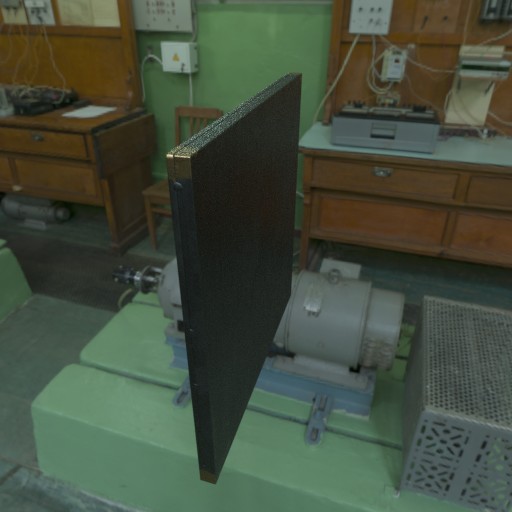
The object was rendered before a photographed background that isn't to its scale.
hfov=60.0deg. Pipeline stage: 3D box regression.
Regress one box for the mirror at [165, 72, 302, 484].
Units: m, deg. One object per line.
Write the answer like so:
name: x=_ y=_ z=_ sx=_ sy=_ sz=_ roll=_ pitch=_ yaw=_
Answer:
mirror: x=0.000 y=0.000 z=0.562 sx=0.020 sy=0.381 sz=0.382 roll=9 pitch=32 yaw=14
